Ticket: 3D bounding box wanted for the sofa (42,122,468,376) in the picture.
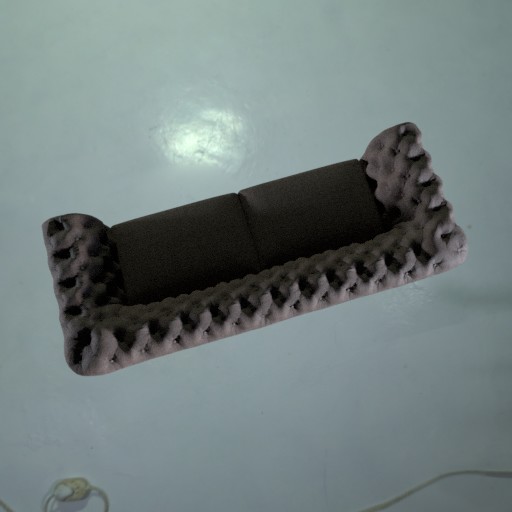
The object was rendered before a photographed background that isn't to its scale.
[{"bbox_3d":[0.000,0.000,2.851,2.385,0.787,0.944,-16,76,-4],"label":"sofa"}]
